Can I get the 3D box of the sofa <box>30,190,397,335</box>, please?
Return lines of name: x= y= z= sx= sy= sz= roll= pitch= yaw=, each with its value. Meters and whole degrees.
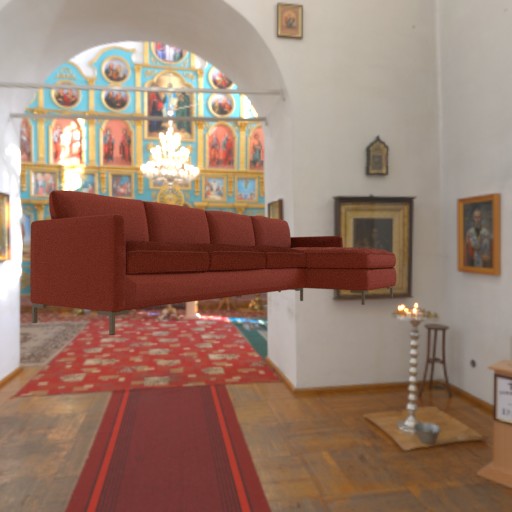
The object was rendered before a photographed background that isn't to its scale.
sofa: x=0.000 y=0.000 z=3.477 sx=1.350 sy=0.810 sz=2.932 roll=0 pitch=0 yaw=34
